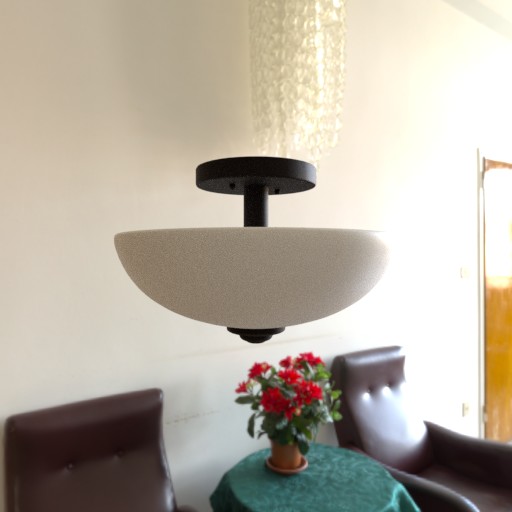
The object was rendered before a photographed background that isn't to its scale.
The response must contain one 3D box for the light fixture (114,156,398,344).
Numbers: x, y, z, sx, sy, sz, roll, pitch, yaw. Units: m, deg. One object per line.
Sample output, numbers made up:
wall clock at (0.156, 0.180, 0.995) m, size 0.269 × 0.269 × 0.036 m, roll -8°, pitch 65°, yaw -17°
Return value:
light fixture at (0.000, 0.000, 0.542) m, size 0.331 × 0.212 × 0.331 m, roll 0°, pitch 0°, yaw 0°
